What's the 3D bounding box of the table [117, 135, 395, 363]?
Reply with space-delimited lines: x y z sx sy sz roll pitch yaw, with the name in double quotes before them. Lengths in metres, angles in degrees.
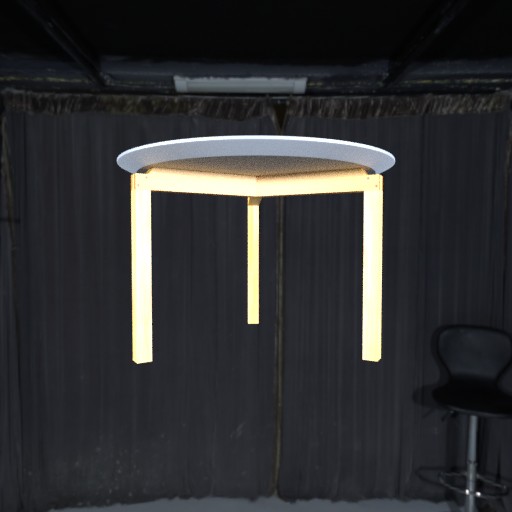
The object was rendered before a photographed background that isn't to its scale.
"table" 0.000 0.000 1.010 0.600 0.405 0.600 0 2 0
